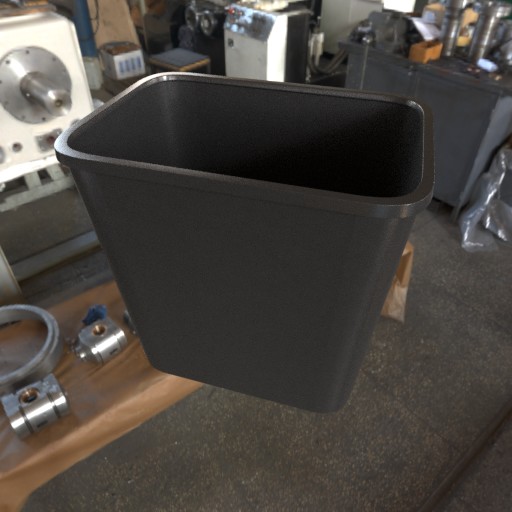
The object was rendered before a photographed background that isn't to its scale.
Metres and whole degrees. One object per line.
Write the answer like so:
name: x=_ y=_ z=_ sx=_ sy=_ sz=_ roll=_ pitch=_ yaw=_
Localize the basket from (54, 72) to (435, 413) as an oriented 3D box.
basket: x=0.000 y=0.000 z=0.485 sx=0.300 sy=0.307 sz=0.211 roll=11 pitch=41 yaw=13
